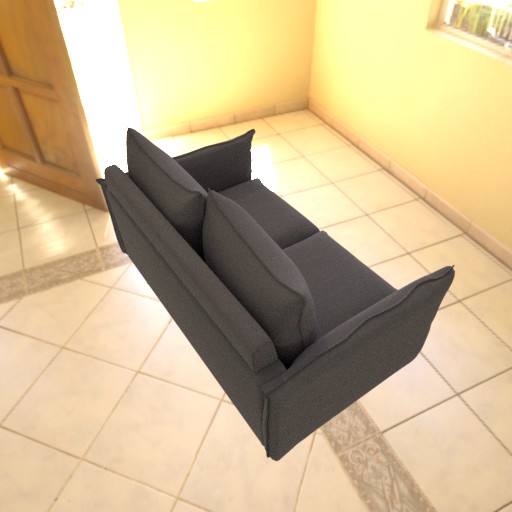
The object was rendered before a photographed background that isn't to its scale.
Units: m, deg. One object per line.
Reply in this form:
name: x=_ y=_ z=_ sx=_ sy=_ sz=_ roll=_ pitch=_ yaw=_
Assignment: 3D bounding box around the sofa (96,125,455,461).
sofa: x=0.000 y=0.000 z=1.839 sx=0.820 sy=0.840 sz=1.300 roll=-25 pitch=48 yaw=-25
